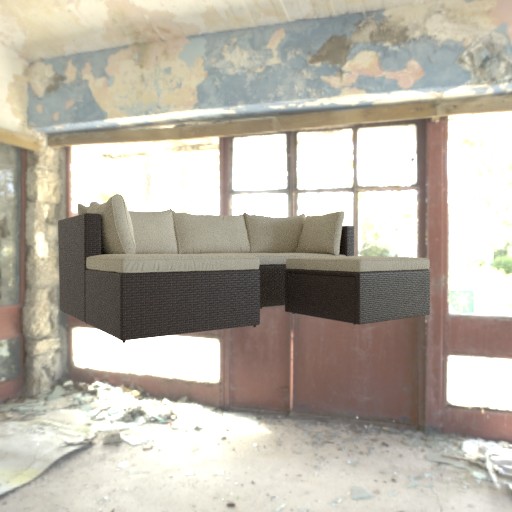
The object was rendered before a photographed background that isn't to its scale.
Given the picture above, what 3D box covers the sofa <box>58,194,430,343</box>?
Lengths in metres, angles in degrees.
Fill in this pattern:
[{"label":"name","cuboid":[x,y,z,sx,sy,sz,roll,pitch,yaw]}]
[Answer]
[{"label":"sofa","cuboid":[0.000,0.000,3.019,2.192,0.766,1.612,0,1,-35]}]
